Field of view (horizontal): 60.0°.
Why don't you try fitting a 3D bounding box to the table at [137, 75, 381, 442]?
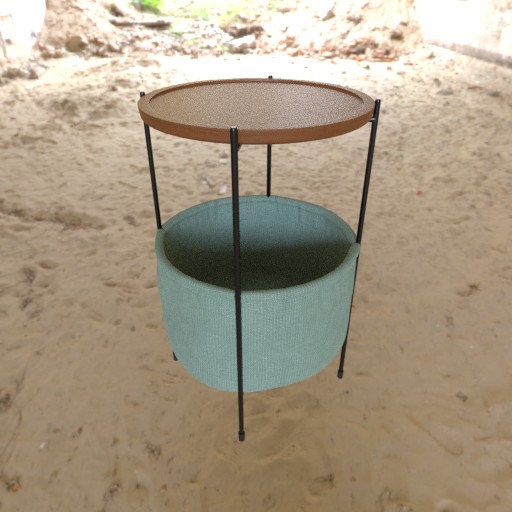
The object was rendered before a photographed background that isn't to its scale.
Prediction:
[{"bbox_3d":[0.000,0.000,0.897,0.400,0.623,0.400,-21,37,-31],"label":"table"}]
